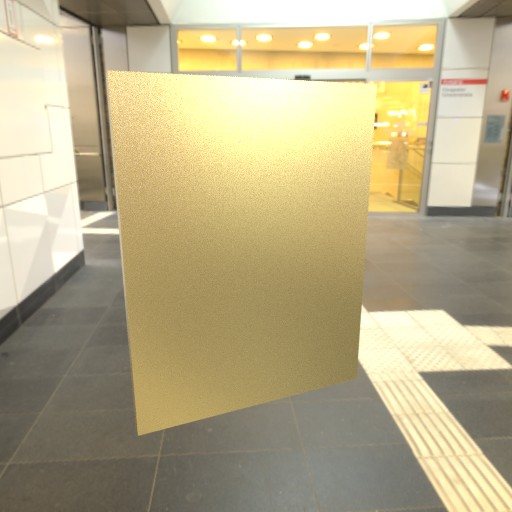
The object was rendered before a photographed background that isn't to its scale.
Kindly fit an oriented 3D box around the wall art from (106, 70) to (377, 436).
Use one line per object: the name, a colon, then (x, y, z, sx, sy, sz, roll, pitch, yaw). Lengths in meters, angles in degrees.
wall art: (0.000, 0.000, 0.764, 0.444, 0.569, 0.025, -7, 17, -23)
